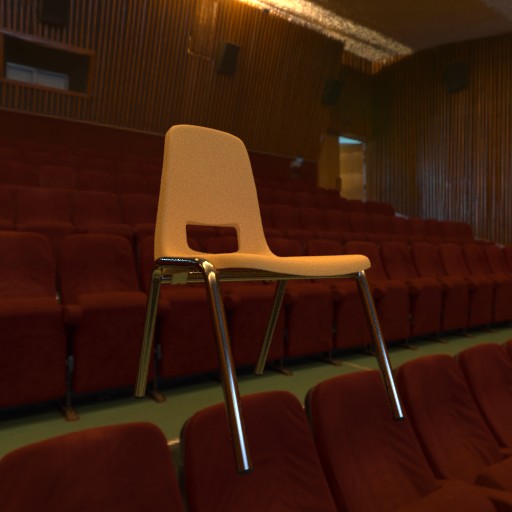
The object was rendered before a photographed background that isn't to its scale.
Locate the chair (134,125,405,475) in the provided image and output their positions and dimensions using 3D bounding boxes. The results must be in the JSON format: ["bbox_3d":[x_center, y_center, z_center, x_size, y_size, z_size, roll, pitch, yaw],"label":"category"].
[{"bbox_3d":[0.000,0.000,0.851,0.354,0.586,0.423,1,-1,-36],"label":"chair"}]
